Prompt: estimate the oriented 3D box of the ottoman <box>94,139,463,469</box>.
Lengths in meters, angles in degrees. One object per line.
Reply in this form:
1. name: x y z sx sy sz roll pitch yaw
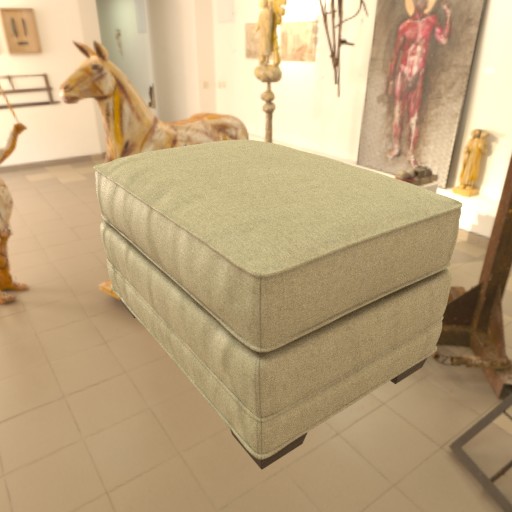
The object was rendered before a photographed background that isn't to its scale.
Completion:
1. ottoman: 0.000 0.000 1.220 0.611 0.508 0.848 -18 31 -32
